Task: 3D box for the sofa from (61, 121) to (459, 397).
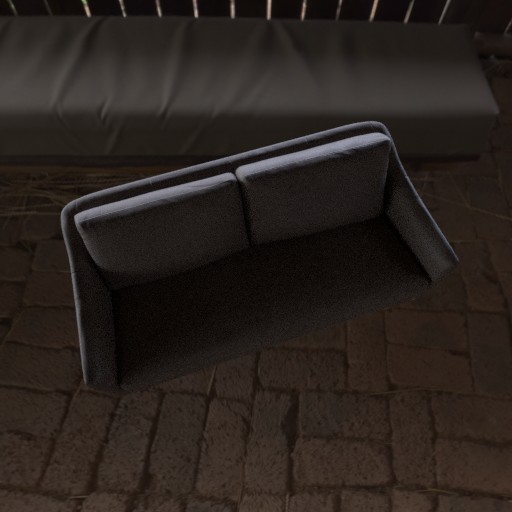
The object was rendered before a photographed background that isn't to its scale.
[{"bbox_3d":[0.000,0.000,2.569,2.036,0.902,0.960,-17,64,-8],"label":"sofa"}]
